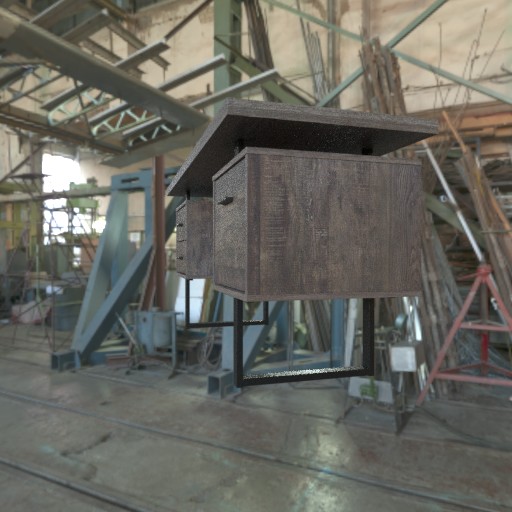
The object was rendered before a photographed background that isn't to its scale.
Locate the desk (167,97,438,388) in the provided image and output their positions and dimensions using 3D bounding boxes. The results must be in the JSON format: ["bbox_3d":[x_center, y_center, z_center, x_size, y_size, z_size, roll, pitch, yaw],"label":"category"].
[{"bbox_3d":[0.000,0.000,1.874,0.600,0.760,1.524,0,0,-17],"label":"desk"}]
